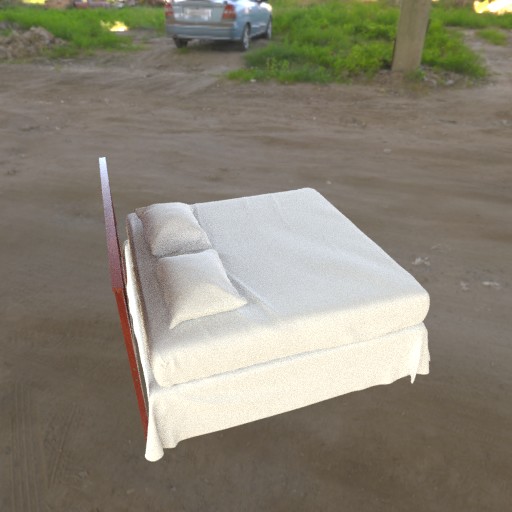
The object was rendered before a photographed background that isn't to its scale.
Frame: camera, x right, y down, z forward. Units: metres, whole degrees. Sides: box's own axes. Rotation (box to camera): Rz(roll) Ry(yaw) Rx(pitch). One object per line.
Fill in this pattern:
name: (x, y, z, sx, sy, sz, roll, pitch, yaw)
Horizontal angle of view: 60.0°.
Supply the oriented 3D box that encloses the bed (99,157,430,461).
bed: (0.000, 0.000, 3.661, 2.219, 1.271, 2.314, -10, 34, -16)
